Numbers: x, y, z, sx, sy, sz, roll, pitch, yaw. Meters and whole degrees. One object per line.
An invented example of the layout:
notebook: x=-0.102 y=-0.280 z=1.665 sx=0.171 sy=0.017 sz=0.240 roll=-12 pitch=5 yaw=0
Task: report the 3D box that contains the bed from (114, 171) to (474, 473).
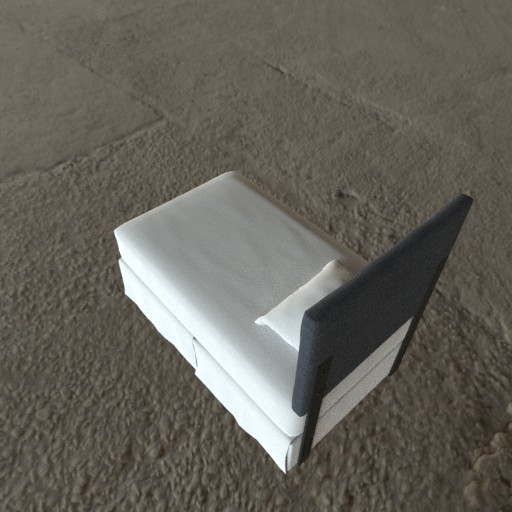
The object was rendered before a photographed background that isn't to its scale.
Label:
bed: x=0.000 y=0.000 z=2.977 sx=1.261 sy=1.571 sz=1.997 roll=-32 pitch=54 yaw=-27
